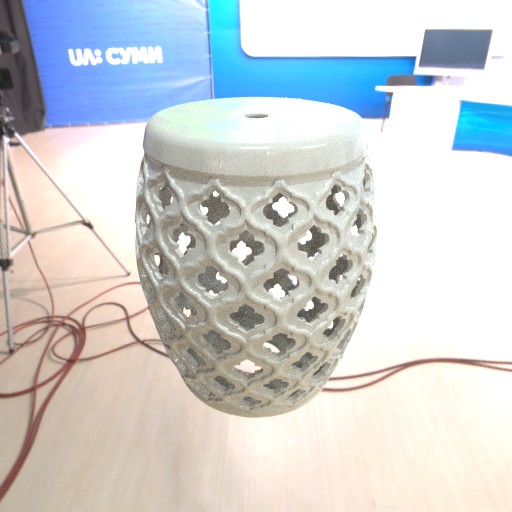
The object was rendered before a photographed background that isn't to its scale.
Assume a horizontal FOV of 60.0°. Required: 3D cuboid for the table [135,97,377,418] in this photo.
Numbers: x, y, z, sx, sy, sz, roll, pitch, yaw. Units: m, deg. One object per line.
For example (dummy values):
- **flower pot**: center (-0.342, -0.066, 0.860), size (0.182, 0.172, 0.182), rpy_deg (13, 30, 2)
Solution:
- **table**: center (0.000, 0.000, 0.628), size (0.325, 0.388, 0.325), rpy_deg (0, 30, 0)
